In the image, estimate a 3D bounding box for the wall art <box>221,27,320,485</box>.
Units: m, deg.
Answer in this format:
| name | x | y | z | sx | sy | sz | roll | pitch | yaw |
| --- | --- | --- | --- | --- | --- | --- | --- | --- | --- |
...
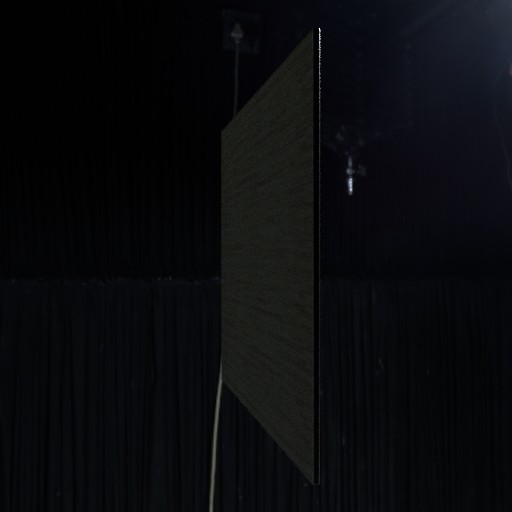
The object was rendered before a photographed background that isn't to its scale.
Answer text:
| name | x | y | z | sx | sy | sz | roll | pitch | yaw |
| --- | --- | --- | --- | --- | --- | --- | --- | --- | --- |
| wall art | 0.000 | 0.000 | 0.771 | 0.009 | 0.559 | 0.483 | 0 | 0 | -18 |
